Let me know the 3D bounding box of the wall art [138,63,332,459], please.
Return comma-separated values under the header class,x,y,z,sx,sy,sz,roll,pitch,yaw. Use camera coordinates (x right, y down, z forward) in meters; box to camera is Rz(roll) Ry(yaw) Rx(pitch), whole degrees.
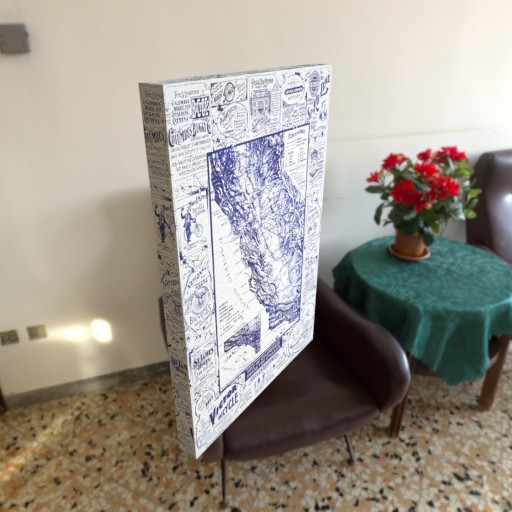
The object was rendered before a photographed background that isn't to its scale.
class,x,y,z,sx,sy,sz,roll,pitch,yaw
wall art,0.000,0.000,0.779,0.040,0.601,0.408,18,32,31
